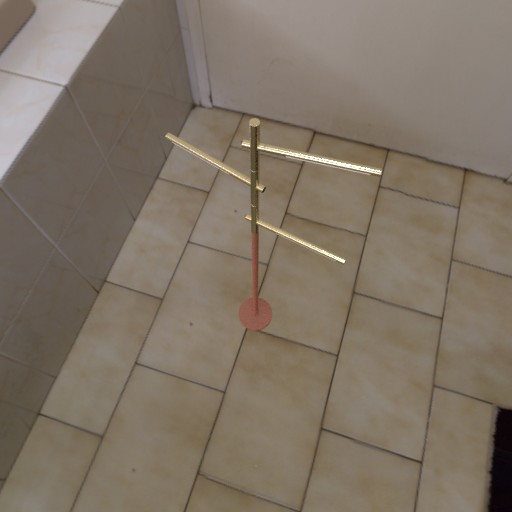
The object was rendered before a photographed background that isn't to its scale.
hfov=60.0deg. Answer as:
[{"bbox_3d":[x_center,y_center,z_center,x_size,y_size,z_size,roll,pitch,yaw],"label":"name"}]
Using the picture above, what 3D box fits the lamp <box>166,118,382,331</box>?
[{"bbox_3d":[0.000,0.000,1.981,0.737,1.704,0.209,19,66,9],"label":"lamp"}]
